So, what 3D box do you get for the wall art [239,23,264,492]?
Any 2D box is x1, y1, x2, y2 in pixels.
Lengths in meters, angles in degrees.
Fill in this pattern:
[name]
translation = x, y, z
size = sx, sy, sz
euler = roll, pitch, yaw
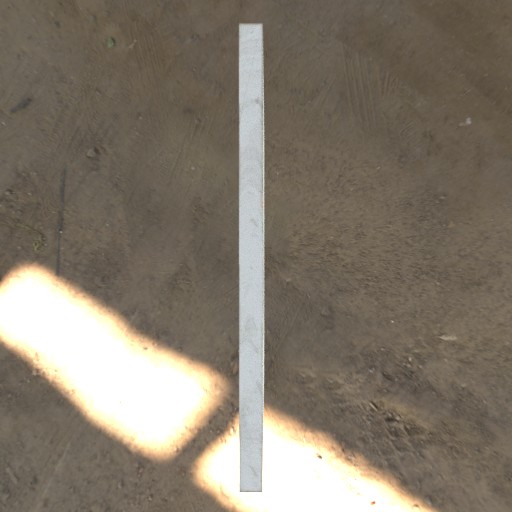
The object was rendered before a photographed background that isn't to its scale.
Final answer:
[wall art]
translation = 0.000, 0.000, 1.096
size = 0.038, 0.757, 0.760
euler = 0, 91, 1
